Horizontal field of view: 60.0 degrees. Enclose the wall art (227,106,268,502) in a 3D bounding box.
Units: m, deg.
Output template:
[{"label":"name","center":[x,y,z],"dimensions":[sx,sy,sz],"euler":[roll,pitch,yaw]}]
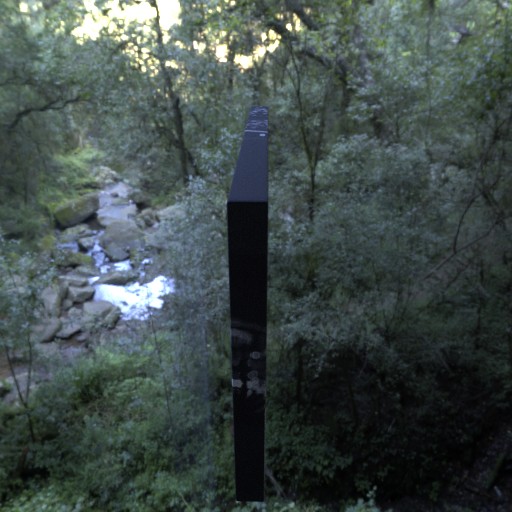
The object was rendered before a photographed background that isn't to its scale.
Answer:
[{"label":"wall art","center":[0.000,0.000,0.753],"dimensions":[0.037,0.406,0.609],"euler":[1,26,1]}]
